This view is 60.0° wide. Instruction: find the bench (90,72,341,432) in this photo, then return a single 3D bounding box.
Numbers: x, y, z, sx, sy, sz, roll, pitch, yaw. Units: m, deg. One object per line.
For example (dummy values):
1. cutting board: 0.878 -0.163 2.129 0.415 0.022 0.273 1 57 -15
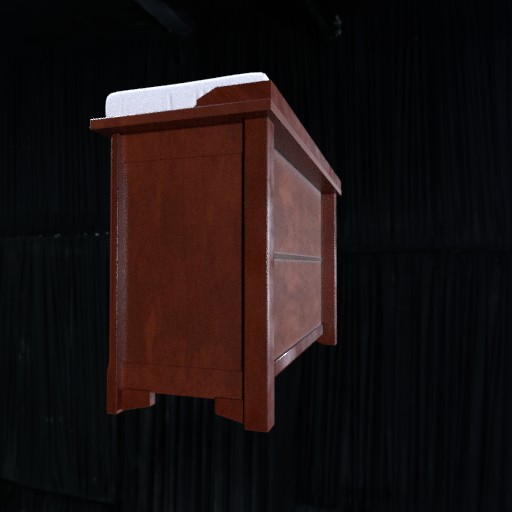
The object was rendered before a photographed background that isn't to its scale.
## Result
1. bench: 0.000 0.000 1.280 0.369 0.646 0.987 0 -1 18
